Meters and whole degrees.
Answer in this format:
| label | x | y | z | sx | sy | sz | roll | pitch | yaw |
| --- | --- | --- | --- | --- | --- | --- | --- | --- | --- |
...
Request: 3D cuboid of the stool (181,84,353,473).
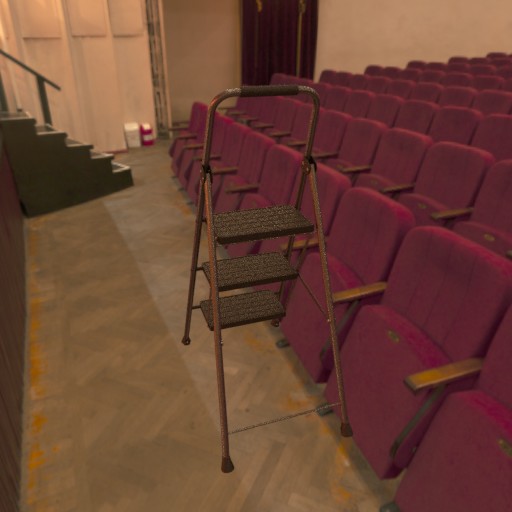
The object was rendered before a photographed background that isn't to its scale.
| label | x | y | z | sx | sy | sz | roll | pitch | yaw |
| --- | --- | --- | --- | --- | --- | --- | --- | --- | --- |
| stool | 0.000 | 0.000 | 1.529 | 0.473 | 1.121 | 0.733 | -9 | 28 | -17 |
